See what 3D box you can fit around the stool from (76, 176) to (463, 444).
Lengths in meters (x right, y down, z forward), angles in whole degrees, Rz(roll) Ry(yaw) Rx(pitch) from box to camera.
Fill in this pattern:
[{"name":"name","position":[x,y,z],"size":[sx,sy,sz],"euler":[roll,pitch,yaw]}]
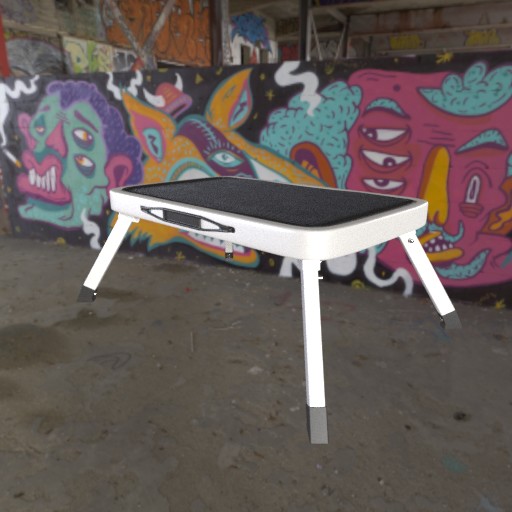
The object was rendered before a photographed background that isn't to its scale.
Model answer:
[{"name":"stool","position":[0.000,0.000,0.602],"size":[0.460,0.170,0.320],"euler":[16,23,42]}]
